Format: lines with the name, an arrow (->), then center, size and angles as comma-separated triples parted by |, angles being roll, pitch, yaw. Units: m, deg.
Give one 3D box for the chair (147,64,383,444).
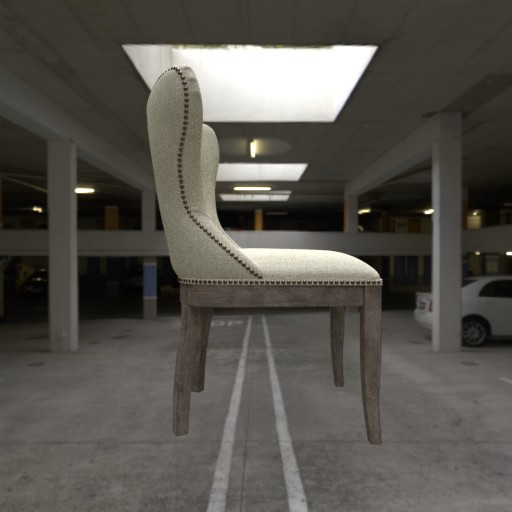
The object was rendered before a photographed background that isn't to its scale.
chair -> 0.000, 0.000, 1.444 | 0.681, 1.002, 0.654 | 0, 1, 0
